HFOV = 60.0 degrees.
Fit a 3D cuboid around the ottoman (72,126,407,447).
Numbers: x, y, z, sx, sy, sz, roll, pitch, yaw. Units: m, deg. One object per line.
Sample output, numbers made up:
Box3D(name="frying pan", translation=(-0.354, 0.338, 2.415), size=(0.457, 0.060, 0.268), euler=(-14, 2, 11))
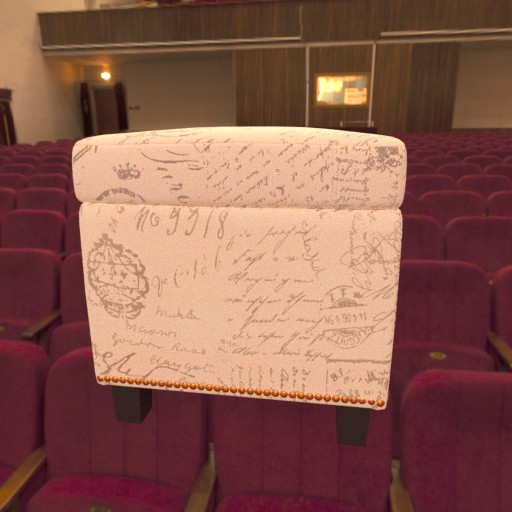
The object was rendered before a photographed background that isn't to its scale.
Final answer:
Box3D(name="ottoman", translation=(0.000, 0.000, 0.818), size=(0.449, 0.457, 0.450), euler=(2, 15, 9))
